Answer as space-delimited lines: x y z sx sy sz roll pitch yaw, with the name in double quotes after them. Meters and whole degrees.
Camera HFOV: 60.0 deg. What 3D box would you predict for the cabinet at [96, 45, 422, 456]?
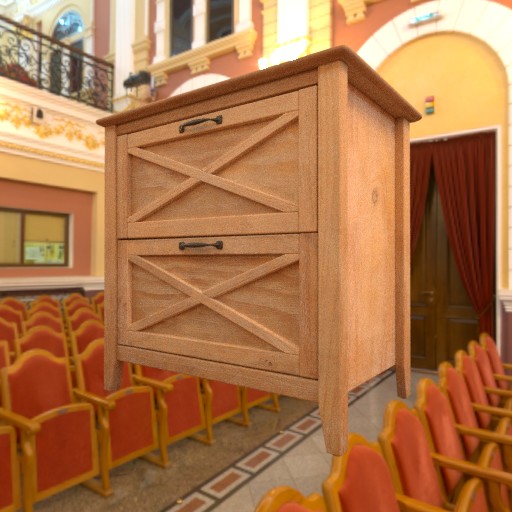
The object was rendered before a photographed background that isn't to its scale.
0.000 0.000 1.222 0.763 0.762 0.503 0 -1 36 "cabinet"
